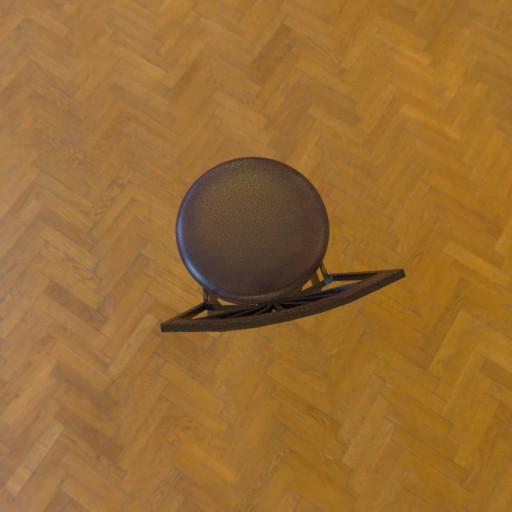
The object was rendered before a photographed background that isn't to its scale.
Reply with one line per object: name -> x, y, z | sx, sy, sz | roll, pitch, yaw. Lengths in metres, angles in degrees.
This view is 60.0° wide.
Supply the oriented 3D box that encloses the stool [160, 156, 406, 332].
stool -> 0.000, 0.000, 1.353 | 0.433, 1.117, 0.514 | -12, 76, -3
